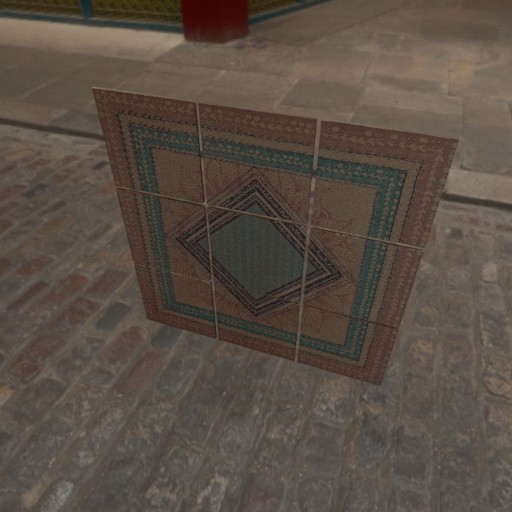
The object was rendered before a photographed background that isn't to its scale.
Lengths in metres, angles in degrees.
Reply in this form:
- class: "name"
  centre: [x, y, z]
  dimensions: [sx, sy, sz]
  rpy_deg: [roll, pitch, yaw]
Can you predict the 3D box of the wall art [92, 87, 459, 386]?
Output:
- class: "wall art"
  centre: [0.000, 0.000, 2.258]
  dimensions: [1.527, 1.525, 0.014]
  rpy_deg: [13, 42, 15]
